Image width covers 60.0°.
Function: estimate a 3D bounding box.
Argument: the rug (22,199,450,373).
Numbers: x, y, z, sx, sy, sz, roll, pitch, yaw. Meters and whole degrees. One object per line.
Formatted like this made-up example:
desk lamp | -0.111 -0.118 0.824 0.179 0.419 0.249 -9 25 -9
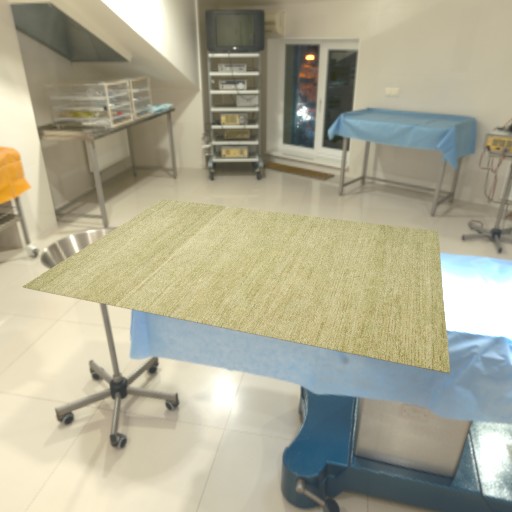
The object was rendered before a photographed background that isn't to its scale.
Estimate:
rug | 0.000 0.000 2.878 2.270 0.017 1.606 8 27 17
